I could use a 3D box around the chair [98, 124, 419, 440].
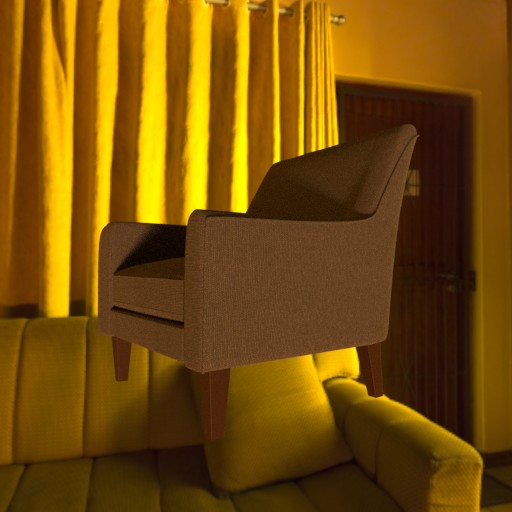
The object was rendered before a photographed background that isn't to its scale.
[{"bbox_3d":[0.000,0.000,1.604,0.899,0.919,0.780,1,-1,-36],"label":"chair"}]
